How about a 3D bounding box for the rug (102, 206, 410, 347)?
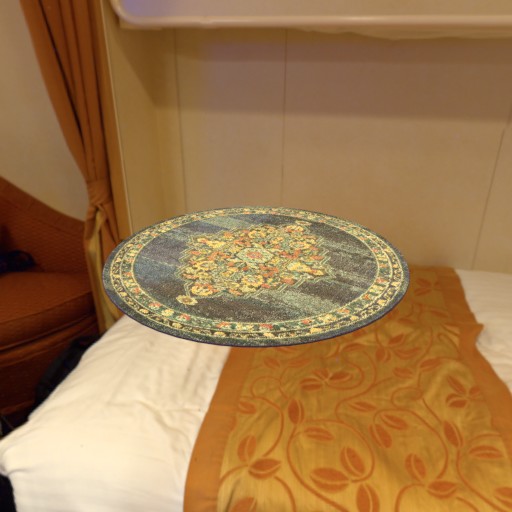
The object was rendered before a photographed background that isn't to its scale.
[{"bbox_3d":[0.000,0.000,3.598,2.386,0.014,2.386,0,26,0],"label":"rug"}]
